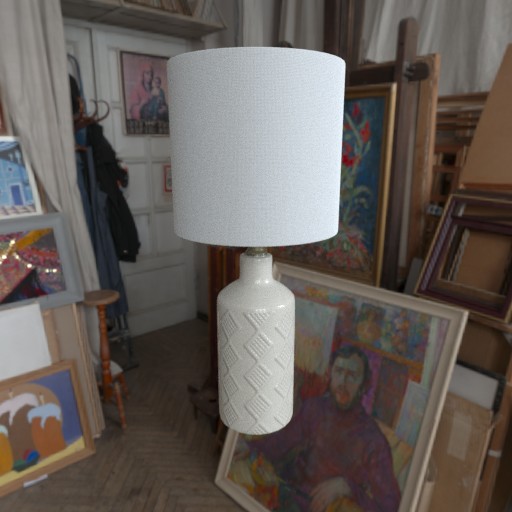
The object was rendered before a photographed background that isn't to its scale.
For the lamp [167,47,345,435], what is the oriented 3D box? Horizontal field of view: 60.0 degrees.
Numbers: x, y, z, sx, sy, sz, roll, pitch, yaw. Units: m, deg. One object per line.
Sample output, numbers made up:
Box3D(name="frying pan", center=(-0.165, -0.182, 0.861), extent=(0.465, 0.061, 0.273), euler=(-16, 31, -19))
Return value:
Box3D(name="lamp", center=(0.000, 0.000, 0.577), extent=(0.207, 0.461, 0.207), euler=(2, 14, 10))
